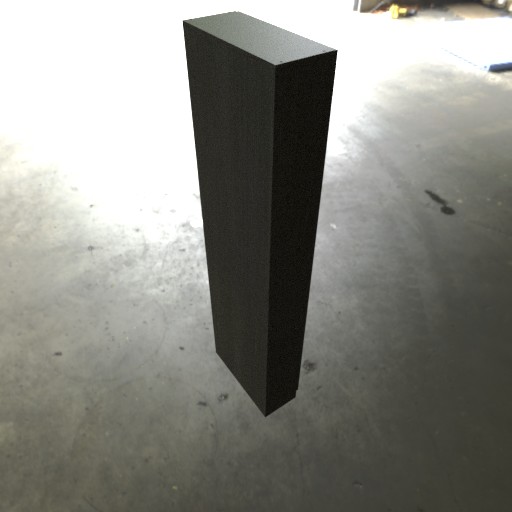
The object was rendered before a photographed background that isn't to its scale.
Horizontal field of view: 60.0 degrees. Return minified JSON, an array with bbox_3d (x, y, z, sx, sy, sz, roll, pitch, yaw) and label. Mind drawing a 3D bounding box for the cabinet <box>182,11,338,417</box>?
[{"bbox_3d":[0.000,0.000,1.920,0.230,1.790,0.500,-25,48,-25],"label":"cabinet"}]
